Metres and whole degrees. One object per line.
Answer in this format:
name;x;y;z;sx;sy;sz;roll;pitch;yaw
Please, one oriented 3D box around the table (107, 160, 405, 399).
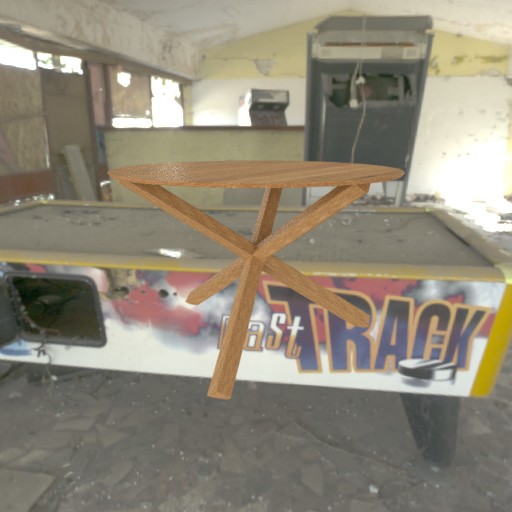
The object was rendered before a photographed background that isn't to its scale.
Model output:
table;0.000;0.000;1.714;1.038;0.666;1.038;0;15;0
